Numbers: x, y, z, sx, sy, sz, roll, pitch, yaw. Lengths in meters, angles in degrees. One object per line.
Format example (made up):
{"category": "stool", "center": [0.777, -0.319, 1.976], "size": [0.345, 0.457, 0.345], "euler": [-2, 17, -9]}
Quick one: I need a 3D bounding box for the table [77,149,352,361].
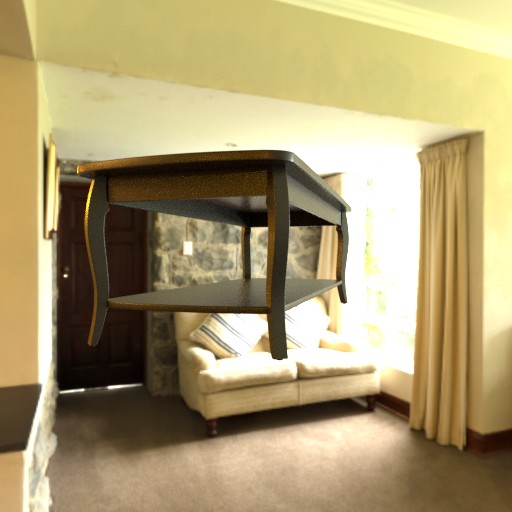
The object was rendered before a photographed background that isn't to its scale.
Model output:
{"category": "table", "center": [0.000, 0.000, 1.619], "size": [0.571, 0.457, 1.333], "euler": [0, 0, 18]}
